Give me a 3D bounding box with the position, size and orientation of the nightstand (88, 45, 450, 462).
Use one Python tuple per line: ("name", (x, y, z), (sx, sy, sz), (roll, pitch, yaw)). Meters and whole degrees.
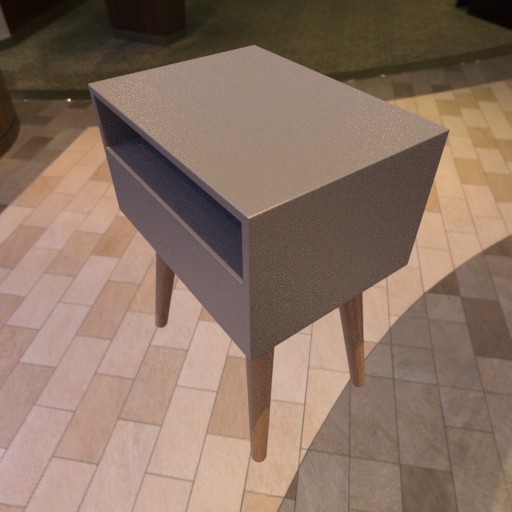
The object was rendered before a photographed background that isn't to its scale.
("nightstand", (0.000, 0.000, 0.716), (0.288, 0.508, 0.370), (-26, 48, -26))
